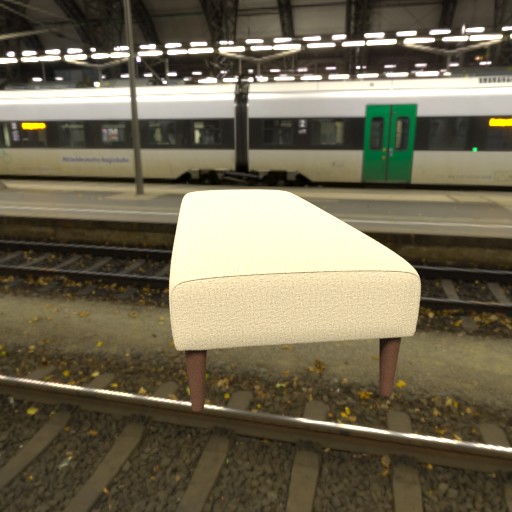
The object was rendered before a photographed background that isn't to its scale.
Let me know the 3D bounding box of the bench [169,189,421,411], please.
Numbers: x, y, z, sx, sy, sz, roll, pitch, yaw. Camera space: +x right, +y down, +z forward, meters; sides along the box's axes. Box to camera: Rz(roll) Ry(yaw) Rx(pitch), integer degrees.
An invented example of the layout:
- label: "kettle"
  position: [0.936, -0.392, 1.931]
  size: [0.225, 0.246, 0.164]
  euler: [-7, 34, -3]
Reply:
- label: "bench"
  position: [0.000, 0.000, 1.851]
  size: [0.646, 0.393, 1.609]
  euler: [-2, 15, -8]
